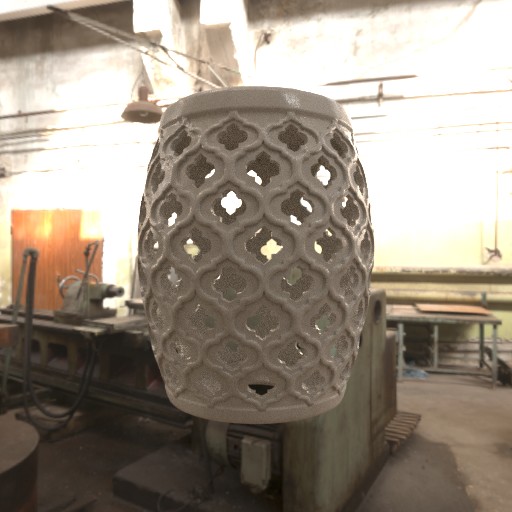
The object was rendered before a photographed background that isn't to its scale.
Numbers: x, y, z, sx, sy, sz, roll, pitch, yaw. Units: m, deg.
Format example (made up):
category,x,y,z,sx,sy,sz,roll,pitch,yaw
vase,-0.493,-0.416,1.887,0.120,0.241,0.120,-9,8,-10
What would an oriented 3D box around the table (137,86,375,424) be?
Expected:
category,x,y,z,sx,sy,sz,roll,pitch,yaw
table,0.000,0.000,0.627,0.325,0.388,0.325,0,0,0
